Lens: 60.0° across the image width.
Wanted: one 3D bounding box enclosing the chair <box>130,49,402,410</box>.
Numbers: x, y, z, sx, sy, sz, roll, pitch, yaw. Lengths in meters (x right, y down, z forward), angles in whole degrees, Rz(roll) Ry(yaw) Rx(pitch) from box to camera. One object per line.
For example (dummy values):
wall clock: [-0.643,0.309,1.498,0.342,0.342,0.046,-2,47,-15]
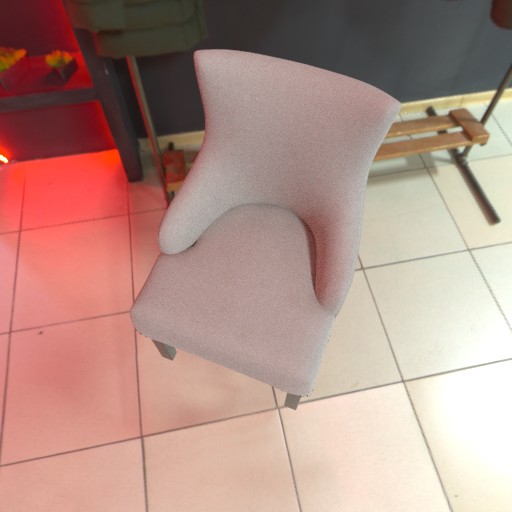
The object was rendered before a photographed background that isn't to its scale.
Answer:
chair: [0.000,0.000,1.302,0.566,0.909,0.629,19,61,11]
